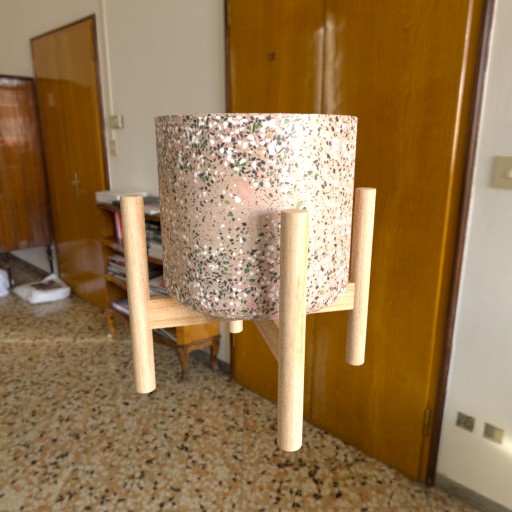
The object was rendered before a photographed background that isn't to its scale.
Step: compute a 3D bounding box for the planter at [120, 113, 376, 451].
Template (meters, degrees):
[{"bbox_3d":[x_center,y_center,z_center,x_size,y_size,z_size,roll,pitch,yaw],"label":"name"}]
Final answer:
[{"bbox_3d":[0.000,0.000,0.539,0.284,0.320,0.284,2,15,8],"label":"planter"}]
